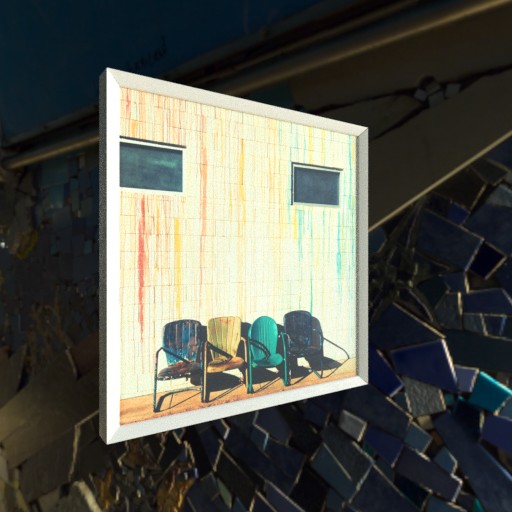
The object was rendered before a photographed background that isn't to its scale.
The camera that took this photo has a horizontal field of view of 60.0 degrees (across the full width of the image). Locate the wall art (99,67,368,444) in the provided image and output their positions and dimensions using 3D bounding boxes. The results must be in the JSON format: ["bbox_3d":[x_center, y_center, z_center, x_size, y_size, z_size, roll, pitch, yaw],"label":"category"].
[{"bbox_3d":[0.000,0.000,0.752,0.508,0.508,0.037,0,0,-34],"label":"wall art"}]
